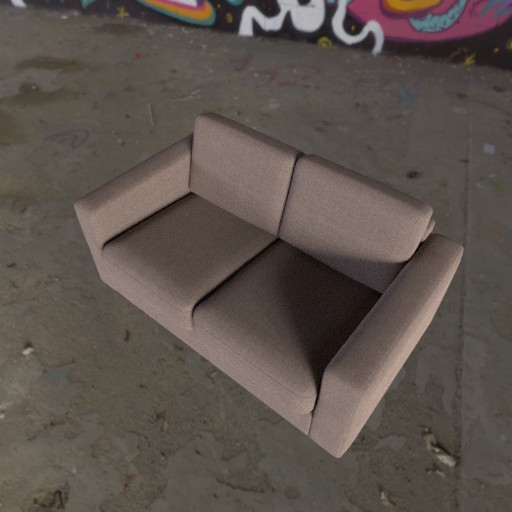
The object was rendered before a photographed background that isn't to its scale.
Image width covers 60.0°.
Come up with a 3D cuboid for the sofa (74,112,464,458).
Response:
[{"bbox_3d":[0.000,0.000,2.034,1.520,0.800,0.900,30,53,26],"label":"sofa"}]
